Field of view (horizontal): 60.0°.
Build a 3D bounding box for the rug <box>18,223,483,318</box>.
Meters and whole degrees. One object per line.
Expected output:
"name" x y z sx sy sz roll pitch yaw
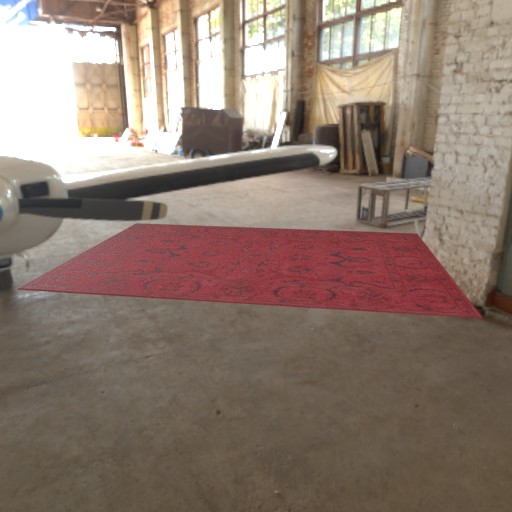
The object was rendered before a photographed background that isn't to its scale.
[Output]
"rug" 0.000 0.000 2.274 1.814 0.008 1.209 3 18 8
